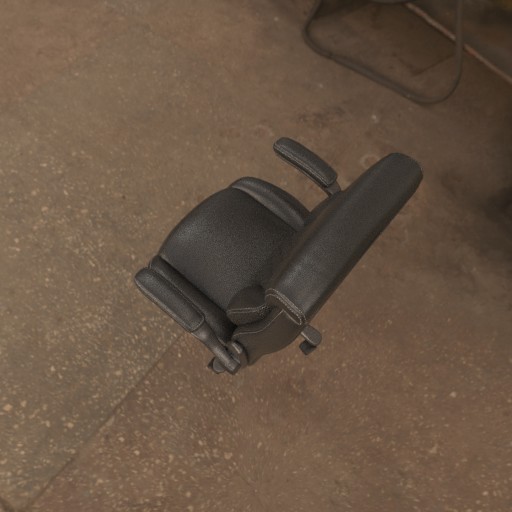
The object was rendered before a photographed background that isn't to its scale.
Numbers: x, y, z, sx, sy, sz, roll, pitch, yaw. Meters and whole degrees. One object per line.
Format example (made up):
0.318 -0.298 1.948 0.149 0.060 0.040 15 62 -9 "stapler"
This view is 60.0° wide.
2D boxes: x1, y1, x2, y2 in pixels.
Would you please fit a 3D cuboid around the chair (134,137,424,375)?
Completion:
0.000 0.000 1.610 0.724 1.110 0.782 36 68 17 "chair"
